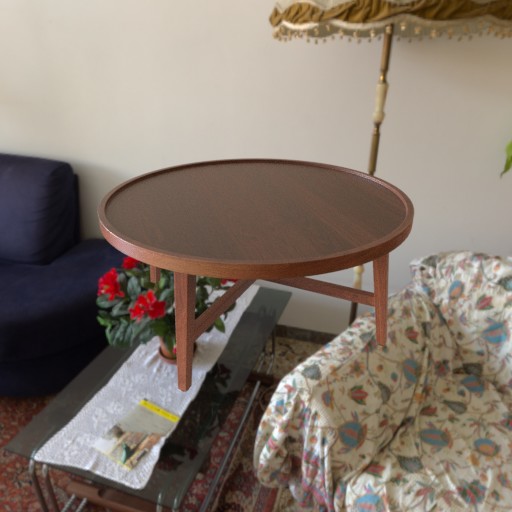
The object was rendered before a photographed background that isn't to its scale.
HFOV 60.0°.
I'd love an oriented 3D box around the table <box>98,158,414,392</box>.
[{"bbox_3d":[0.000,0.000,1.255,0.800,0.360,0.800,0,26,0],"label":"table"}]
